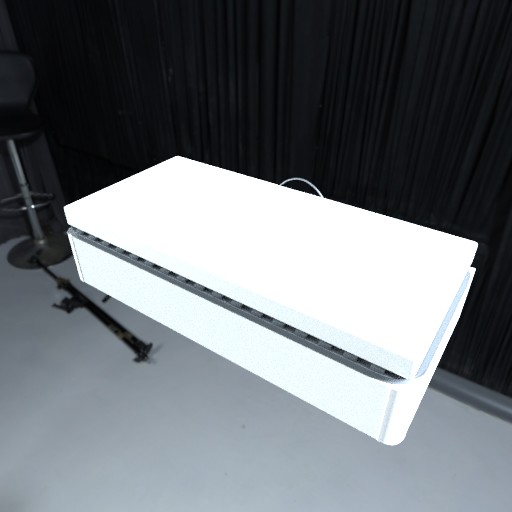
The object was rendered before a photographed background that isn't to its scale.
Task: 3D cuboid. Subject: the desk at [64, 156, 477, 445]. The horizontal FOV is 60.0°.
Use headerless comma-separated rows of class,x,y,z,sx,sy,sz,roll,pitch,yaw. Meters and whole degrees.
desk,0.000,0.000,2.253,1.900,0.526,0.900,21,40,28
